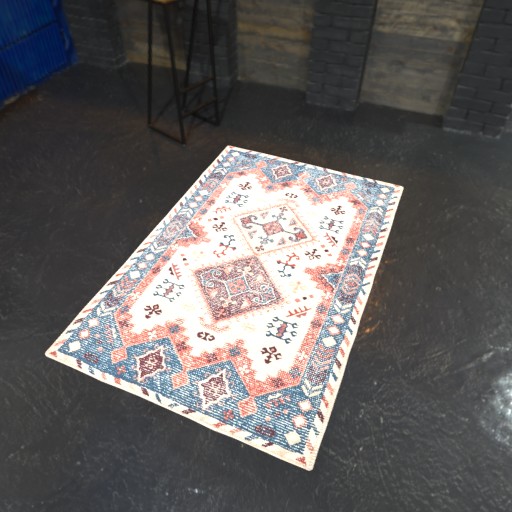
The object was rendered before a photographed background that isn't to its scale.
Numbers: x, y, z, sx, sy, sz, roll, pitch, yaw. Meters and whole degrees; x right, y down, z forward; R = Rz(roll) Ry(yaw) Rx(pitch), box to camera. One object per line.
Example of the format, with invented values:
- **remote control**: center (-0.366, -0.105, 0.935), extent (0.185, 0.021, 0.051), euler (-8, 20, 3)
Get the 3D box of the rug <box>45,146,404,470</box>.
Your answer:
- **rug**: center (0.000, 0.000, 2.344), extent (1.225, 0.015, 1.840), euler (17, 48, 16)
